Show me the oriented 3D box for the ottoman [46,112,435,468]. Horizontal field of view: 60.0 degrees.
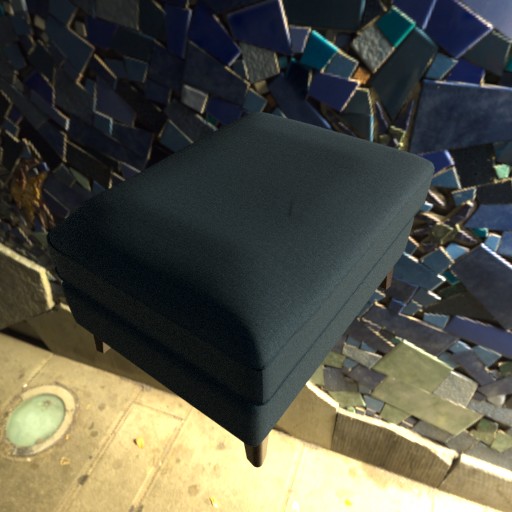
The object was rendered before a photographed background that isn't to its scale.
[{"bbox_3d":[0.000,0.000,1.222,0.629,0.503,0.835,25,46,27],"label":"ottoman"}]
